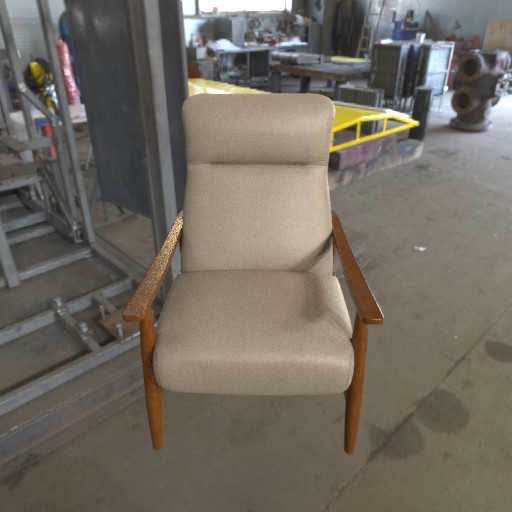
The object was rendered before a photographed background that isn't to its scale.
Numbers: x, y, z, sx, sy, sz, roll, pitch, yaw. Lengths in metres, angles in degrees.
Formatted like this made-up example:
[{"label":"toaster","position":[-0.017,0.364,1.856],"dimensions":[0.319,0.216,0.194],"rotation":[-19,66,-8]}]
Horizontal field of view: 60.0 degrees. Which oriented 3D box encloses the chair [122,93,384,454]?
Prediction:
[{"label":"chair","position":[0.000,0.000,1.766],"dimensions":[0.762,1.082,1.032],"rotation":[1,30,1]}]
